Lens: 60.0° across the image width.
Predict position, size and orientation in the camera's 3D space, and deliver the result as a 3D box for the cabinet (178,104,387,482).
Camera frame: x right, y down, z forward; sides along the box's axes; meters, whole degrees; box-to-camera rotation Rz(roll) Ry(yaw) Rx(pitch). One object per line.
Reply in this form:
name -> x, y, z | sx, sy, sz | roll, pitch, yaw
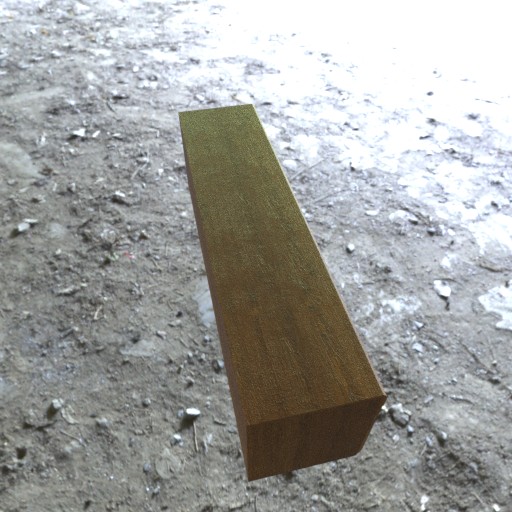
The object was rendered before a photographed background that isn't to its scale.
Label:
cabinet -> 0.000, 0.000, 1.866 | 0.419, 0.510, 1.600 | -10, 47, -9
